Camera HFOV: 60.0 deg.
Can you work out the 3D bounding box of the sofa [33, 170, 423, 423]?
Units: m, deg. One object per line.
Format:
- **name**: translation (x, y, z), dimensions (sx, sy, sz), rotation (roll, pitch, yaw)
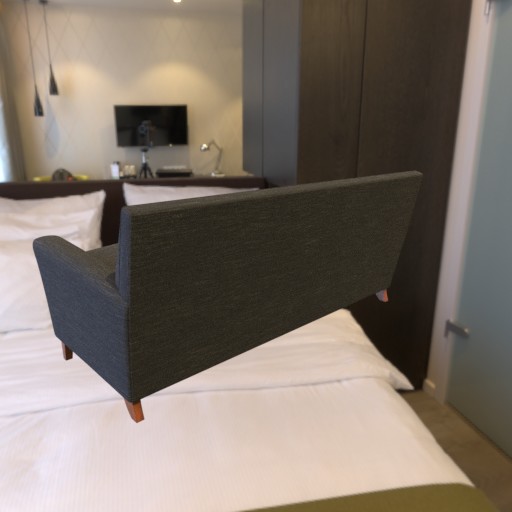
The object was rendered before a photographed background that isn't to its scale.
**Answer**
- **sofa**: translation (0.000, 0.000, 2.390), dimensions (1.976, 0.846, 0.875), rotation (-15, 21, -42)
